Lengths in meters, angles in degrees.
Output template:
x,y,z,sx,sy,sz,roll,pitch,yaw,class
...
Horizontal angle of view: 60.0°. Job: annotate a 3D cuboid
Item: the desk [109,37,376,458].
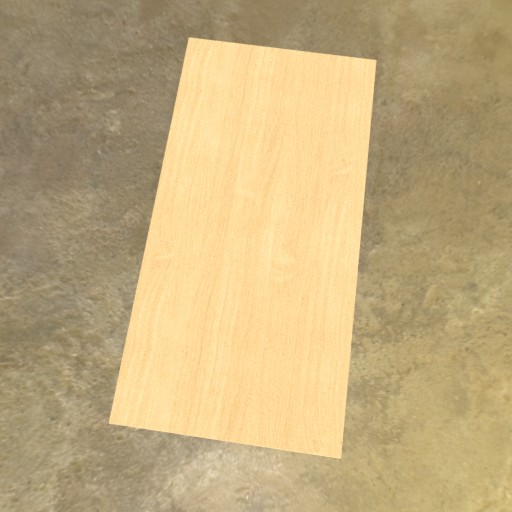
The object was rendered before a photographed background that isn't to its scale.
x,y,z,sx,sy,sz,roll,pitch,yaw,class
0.000,0.000,1.541,0.560,0.735,1.097,8,76,2,desk
